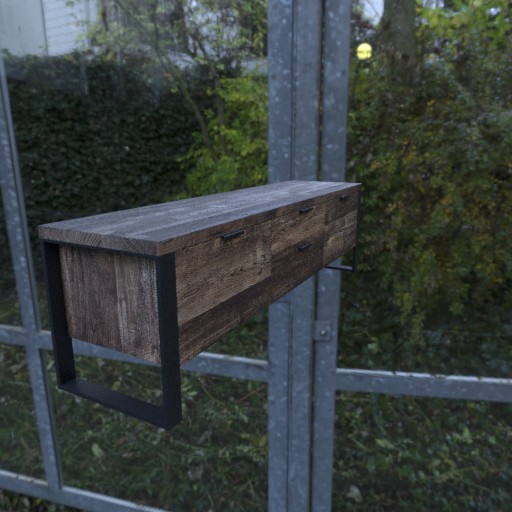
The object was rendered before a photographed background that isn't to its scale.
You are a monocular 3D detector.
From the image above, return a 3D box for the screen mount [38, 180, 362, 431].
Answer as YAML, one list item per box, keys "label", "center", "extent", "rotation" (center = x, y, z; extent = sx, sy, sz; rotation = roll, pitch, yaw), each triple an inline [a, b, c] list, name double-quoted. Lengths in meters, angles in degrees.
- label: "screen mount"
  center: [0.000, 0.000, 1.705]
  extent: [0.395, 0.450, 1.524]
  rotation: [8, 16, 28]
